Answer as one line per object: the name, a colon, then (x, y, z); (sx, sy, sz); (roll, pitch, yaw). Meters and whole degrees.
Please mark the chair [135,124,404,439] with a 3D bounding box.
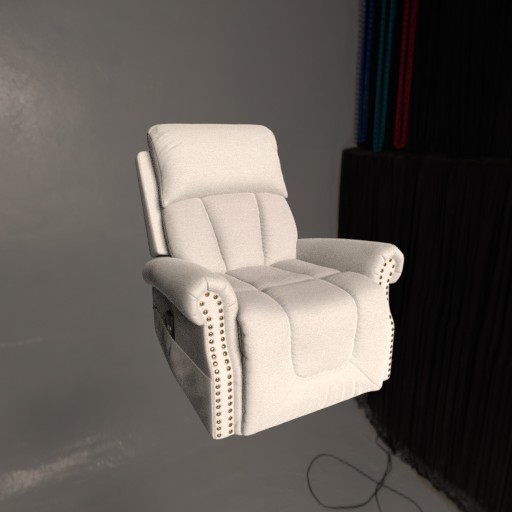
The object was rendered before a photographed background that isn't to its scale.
chair: (0.000, 0.000, 1.787); (0.871, 1.031, 0.979); (-9, 18, -28)
